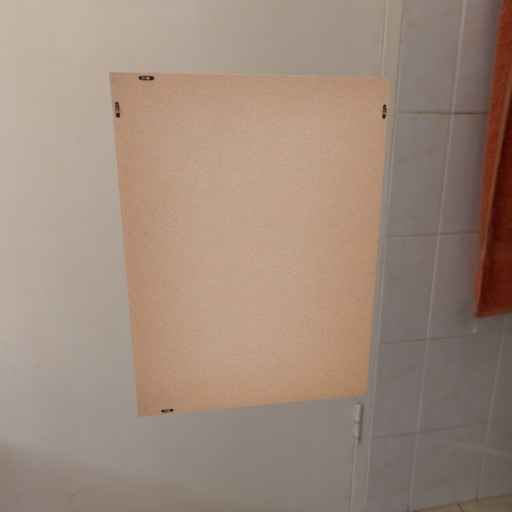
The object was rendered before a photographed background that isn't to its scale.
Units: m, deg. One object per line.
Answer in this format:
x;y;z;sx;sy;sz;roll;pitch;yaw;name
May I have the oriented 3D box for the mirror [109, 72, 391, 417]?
0.000;0.000;1.338;0.762;1.016;0.041;-3;16;-9;mirror
